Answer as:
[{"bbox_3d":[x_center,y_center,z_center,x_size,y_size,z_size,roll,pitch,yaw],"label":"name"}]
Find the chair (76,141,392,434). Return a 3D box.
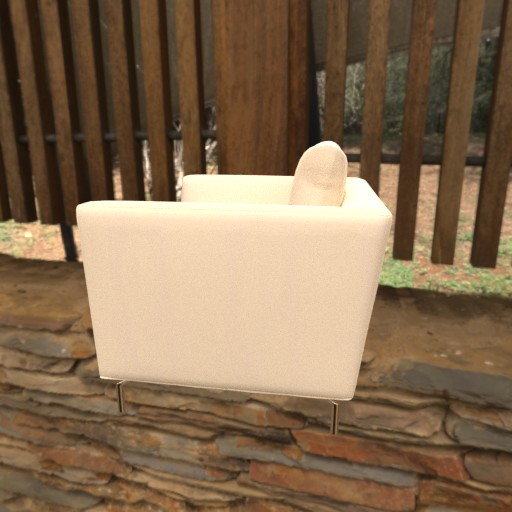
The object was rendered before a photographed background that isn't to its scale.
[{"bbox_3d":[0.000,0.000,1.732,0.889,0.865,1.041,2,15,9],"label":"chair"}]
